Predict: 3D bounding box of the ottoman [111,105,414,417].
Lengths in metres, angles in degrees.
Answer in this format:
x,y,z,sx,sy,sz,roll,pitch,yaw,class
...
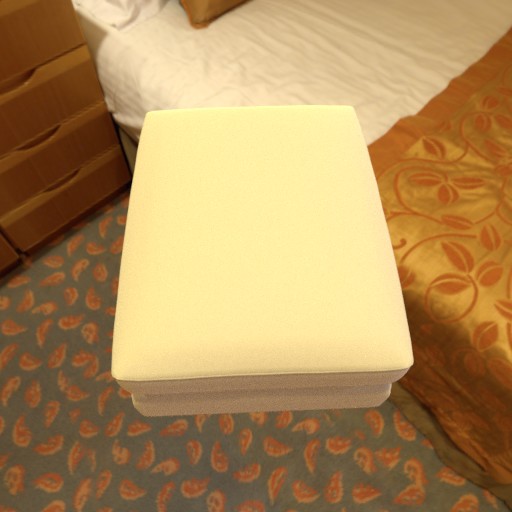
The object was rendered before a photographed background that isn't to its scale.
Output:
x,y,z,sx,sy,sz,roll,pitch,yaw,class
0.000,0.000,1.159,0.584,0.513,0.741,-2,58,-1,ottoman
